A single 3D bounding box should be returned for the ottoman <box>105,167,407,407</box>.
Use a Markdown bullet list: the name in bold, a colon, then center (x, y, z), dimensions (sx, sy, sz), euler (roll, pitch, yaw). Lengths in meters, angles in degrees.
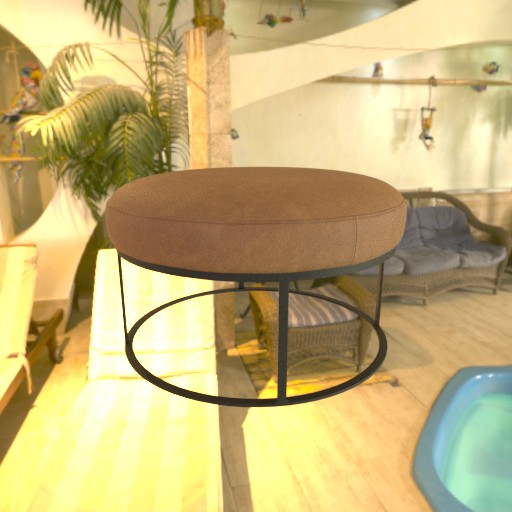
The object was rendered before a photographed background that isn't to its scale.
- **ottoman**: center (0.000, 0.000, 1.230), dimensions (0.771, 0.460, 0.771), euler (0, 16, 0)
